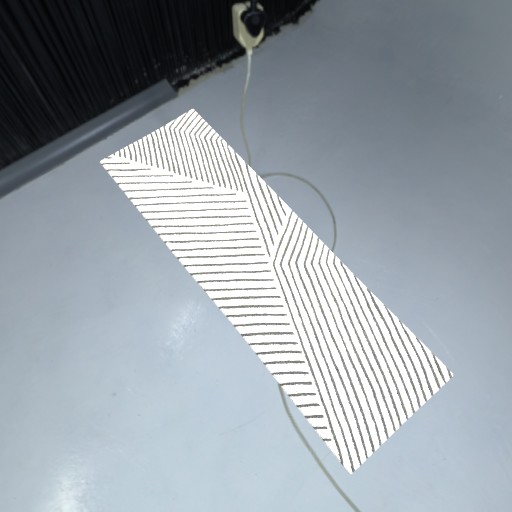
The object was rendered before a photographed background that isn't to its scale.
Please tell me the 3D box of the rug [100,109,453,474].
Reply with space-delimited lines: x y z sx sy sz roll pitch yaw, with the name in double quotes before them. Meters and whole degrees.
"rug" 0.000 0.000 2.691 0.773 0.020 2.439 -36 69 -16
